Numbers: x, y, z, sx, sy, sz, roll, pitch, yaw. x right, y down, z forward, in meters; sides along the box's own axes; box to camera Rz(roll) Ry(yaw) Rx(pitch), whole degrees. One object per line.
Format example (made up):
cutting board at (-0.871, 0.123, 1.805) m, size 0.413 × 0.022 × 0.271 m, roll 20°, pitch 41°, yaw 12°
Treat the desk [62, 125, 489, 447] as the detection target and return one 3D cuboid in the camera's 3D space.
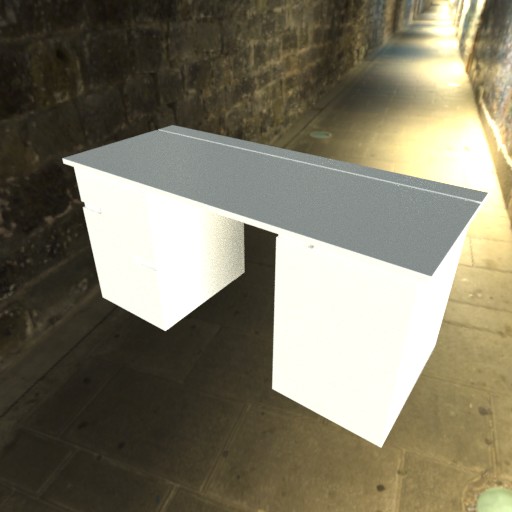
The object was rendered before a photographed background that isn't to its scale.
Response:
desk at (0.000, 0.000, 1.951) m, size 1.580 × 0.760 × 0.670 m, roll 20°, pitch 37°, yaw 30°
